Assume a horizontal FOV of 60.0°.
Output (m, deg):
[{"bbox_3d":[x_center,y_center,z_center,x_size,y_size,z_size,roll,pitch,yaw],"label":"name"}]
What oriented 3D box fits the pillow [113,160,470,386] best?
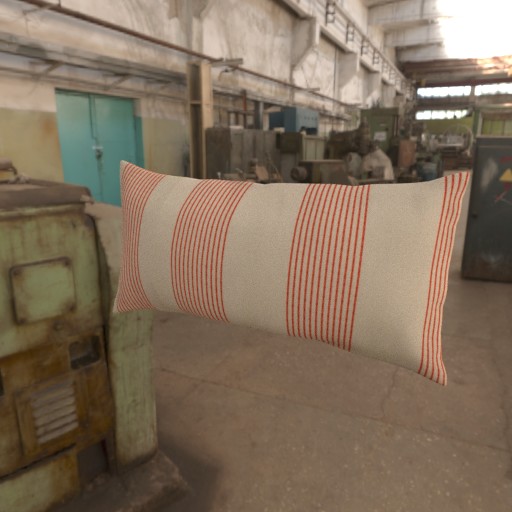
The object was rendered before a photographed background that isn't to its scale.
[{"bbox_3d":[0.000,0.000,0.724,0.608,0.292,0.156,7,16,26],"label":"pillow"}]
